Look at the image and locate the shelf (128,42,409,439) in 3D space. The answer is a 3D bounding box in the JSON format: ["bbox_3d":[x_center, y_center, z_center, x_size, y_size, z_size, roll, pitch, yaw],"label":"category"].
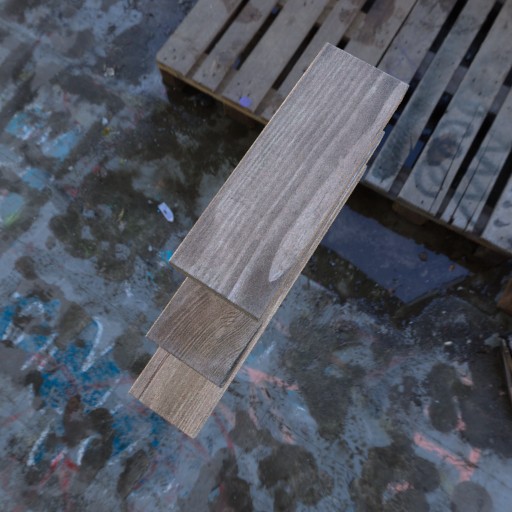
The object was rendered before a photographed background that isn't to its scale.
[{"bbox_3d":[0.000,0.000,0.729,0.140,0.293,0.610,32,77,8],"label":"shelf"}]
